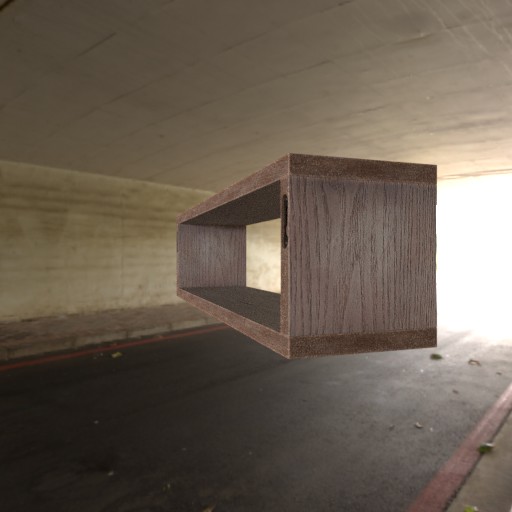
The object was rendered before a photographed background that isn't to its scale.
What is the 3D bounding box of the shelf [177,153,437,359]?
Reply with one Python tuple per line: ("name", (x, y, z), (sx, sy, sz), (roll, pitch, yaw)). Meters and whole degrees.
("shelf", (0.000, 0.000, 0.678), (0.150, 0.170, 0.610), (0, 0, -19))
